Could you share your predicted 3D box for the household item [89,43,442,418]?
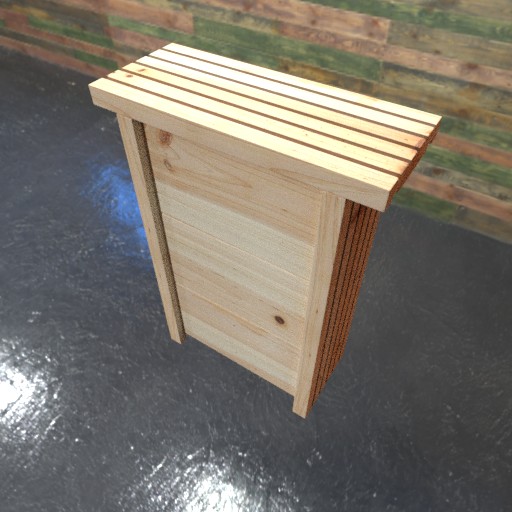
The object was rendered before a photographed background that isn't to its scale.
[{"bbox_3d":[0.000,0.000,0.546,0.301,0.407,0.123,25,51,22],"label":"household item"}]
